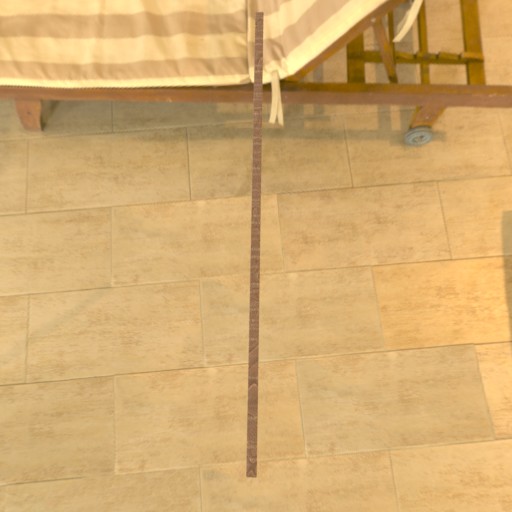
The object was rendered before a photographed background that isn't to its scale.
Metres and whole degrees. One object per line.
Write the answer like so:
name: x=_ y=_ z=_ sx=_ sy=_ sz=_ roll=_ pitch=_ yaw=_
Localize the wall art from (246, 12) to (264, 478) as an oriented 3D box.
wall art: x=0.000 y=0.000 z=1.337 sx=0.020 sy=0.761 sz=1.056 roll=1 pitch=76 yaw=0
